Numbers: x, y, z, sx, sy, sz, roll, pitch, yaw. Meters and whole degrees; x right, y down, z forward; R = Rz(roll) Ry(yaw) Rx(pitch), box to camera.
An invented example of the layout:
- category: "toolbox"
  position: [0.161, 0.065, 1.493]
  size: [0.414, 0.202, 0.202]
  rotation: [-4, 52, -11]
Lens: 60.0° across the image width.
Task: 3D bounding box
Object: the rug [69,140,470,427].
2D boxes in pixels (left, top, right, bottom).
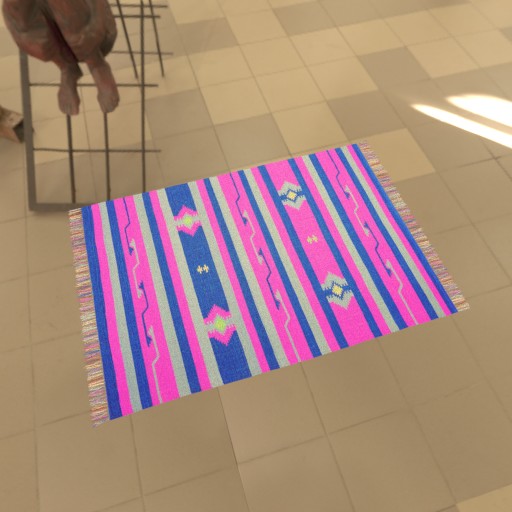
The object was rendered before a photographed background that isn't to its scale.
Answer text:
- category: "rug"
  position: [0.000, 0.000, 2.950]
  size: [2.350, 0.013, 1.539]
  rotation: [-15, 59, -9]
